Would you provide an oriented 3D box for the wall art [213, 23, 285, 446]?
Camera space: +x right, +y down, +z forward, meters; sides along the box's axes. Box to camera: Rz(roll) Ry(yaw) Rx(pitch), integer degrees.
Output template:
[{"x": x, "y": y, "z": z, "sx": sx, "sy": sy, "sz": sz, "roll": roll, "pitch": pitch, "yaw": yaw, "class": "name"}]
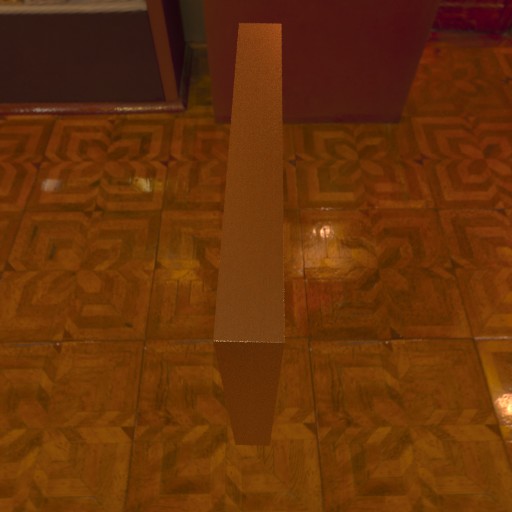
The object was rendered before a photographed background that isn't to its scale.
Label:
[{"x": 0.000, "y": 0.000, "z": 0.446, "sx": 0.038, "sy": 0.304, "sz": 0.304, "roll": 1, "pitch": 57, "yaw": 1, "class": "wall art"}]
